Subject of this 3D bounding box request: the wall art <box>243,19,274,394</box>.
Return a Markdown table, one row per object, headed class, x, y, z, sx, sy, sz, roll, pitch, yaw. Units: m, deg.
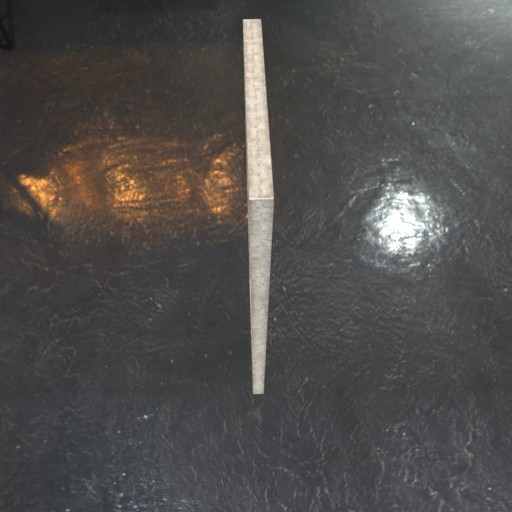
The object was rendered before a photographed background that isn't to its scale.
| class | x | y | z | sx | sy | sz | roll | pitch | yaw |
| --- | --- | --- | --- | --- | --- | --- | --- | --- | --- |
| wall art | 0.000 | 0.000 | 1.686 | 0.051 | 1.461 | 0.648 | -2 | 58 | -1 |
